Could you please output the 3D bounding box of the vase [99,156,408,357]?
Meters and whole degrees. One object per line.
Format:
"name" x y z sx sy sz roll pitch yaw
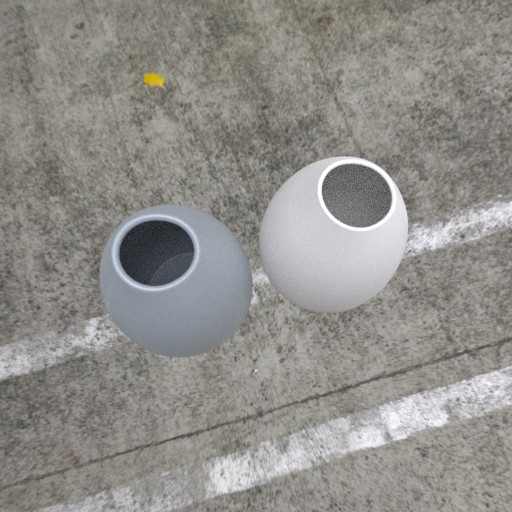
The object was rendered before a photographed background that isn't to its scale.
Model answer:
"vase" 0.000 0.000 0.265 0.187 0.131 0.089 -16 76 -4
